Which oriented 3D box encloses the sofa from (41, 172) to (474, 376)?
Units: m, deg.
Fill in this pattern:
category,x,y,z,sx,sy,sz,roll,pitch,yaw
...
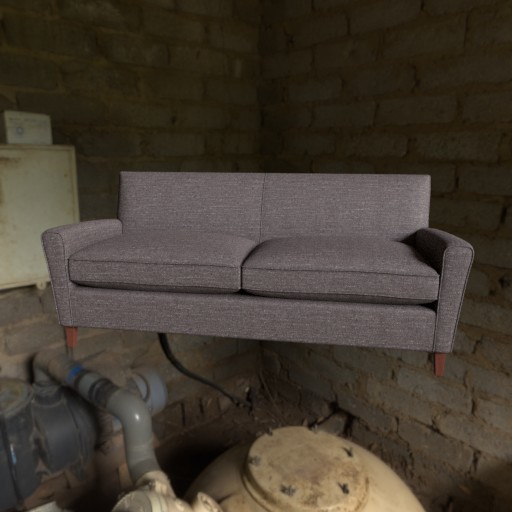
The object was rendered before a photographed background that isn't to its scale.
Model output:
category,x,y,z,sx,sy,sz,roll,pitch,yaw
sofa,0.000,0.000,2.427,1.976,0.846,0.875,2,14,9
